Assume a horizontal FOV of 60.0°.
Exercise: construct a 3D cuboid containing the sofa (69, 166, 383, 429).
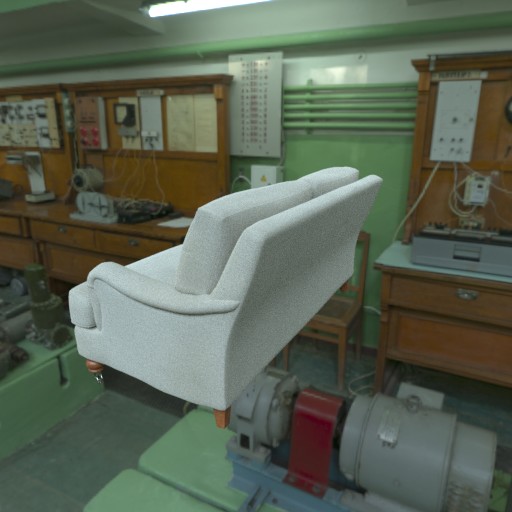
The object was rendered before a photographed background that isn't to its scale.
[{"bbox_3d":[0.000,0.000,2.763,1.091,0.997,2.070,8,18,26],"label":"sofa"}]
